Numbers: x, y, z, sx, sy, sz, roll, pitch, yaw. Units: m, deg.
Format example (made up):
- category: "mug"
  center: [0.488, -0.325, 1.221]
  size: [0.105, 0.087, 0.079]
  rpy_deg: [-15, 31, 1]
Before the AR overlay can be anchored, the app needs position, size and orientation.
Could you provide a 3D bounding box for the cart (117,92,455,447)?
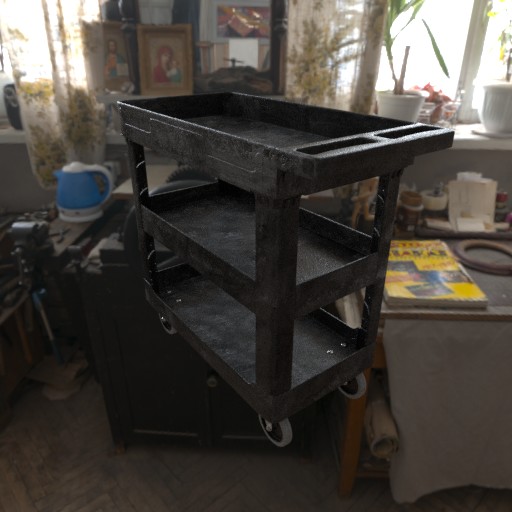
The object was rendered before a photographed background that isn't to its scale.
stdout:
- category: "cart"
  center: [0.000, 0.000, 1.323]
  size: [0.420, 0.824, 0.877]
  rpy_deg: [-19, 32, -32]
